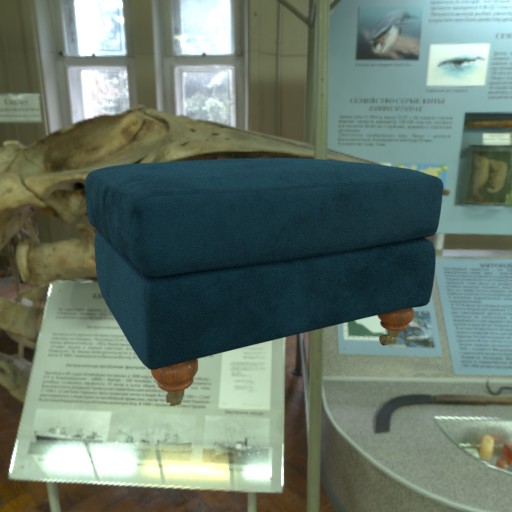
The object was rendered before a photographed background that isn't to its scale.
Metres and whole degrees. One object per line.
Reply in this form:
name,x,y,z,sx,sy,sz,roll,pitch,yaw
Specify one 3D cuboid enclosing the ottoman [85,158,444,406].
ottoman,0.000,0.000,1.179,0.773,0.503,0.572,-8,17,-27
